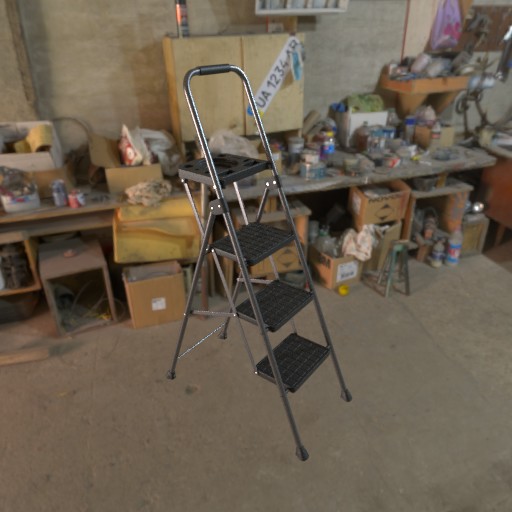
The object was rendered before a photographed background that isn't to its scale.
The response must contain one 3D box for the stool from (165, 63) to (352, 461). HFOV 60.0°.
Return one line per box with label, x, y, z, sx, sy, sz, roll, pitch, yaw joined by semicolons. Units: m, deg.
stool;0.000;0.000;1.627;0.733;1.277;0.396;19;33;32
